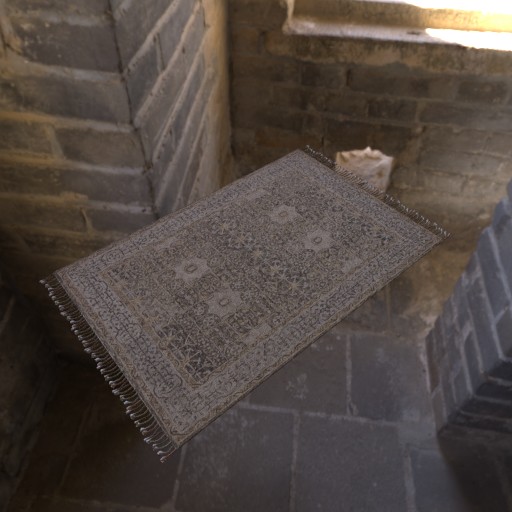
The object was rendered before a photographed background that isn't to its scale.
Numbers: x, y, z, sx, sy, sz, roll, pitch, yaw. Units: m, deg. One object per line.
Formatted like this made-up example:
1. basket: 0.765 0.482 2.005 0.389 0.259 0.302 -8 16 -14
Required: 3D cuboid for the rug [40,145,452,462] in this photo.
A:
1. rug: 0.000 0.000 2.518 2.029 0.010 1.237 -32 55 -26
